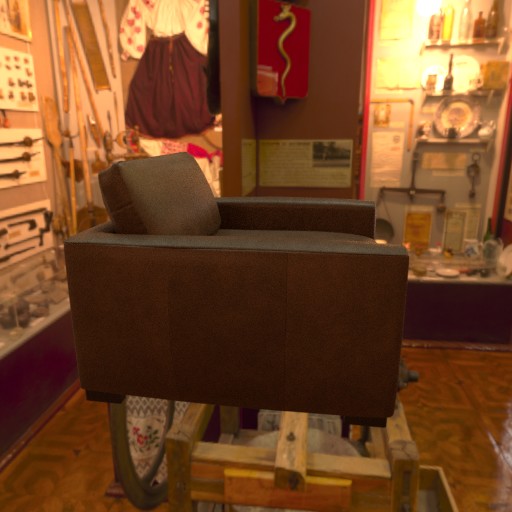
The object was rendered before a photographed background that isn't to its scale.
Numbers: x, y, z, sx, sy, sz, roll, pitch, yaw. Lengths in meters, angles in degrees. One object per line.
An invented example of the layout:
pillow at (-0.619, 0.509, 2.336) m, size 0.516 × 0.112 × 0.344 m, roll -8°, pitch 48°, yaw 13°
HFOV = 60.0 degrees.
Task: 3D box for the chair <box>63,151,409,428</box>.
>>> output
chair at (0.000, 0.000, 1.824) m, size 1.069 × 0.812 × 1.100 m, roll 2°, pitch 15°, yaw 9°
